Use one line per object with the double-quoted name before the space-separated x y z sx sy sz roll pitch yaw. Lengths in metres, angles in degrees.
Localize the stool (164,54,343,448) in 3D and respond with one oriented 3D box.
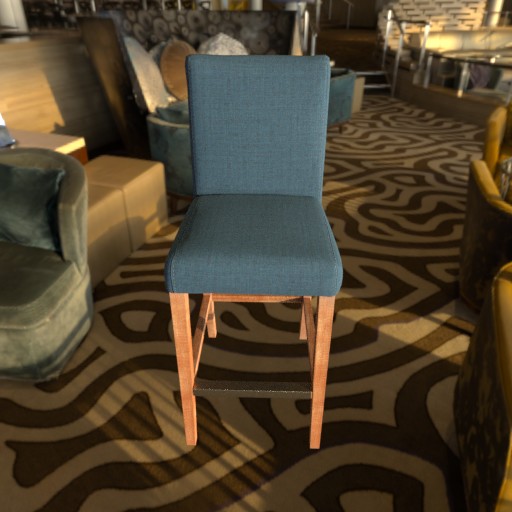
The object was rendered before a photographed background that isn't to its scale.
"stool" 0.000 0.000 1.369 0.454 1.088 0.574 1 30 2
